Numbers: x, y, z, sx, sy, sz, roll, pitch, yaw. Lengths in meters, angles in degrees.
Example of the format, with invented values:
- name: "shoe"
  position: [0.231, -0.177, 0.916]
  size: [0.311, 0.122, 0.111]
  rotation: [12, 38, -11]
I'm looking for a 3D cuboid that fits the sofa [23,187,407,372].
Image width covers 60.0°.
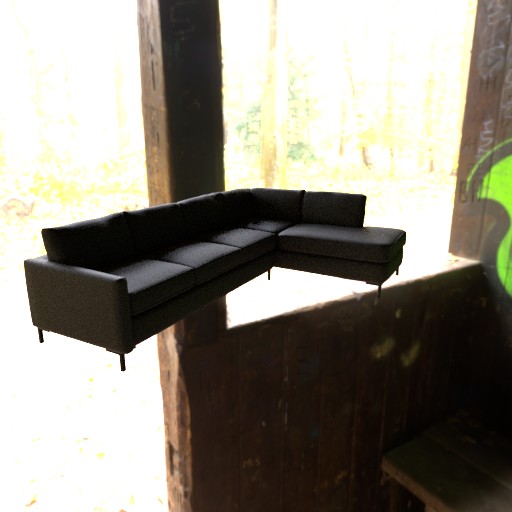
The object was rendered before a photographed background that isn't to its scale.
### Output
- name: "sofa"
  position: [0.000, 0.000, 3.809]
  size: [1.984, 0.858, 2.972]
  rotation: [8, 17, 28]
